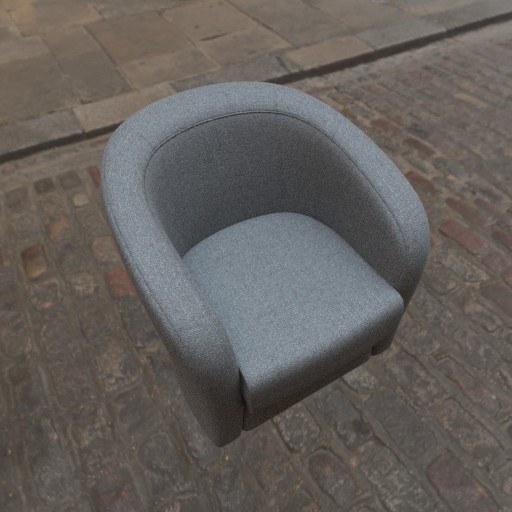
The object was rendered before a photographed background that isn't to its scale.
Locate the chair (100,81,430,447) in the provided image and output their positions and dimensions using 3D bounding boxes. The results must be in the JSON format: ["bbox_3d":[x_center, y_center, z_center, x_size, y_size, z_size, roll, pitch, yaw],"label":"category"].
[{"bbox_3d":[0.000,0.000,1.393,0.791,0.771,0.815,-24,52,-20],"label":"chair"}]
